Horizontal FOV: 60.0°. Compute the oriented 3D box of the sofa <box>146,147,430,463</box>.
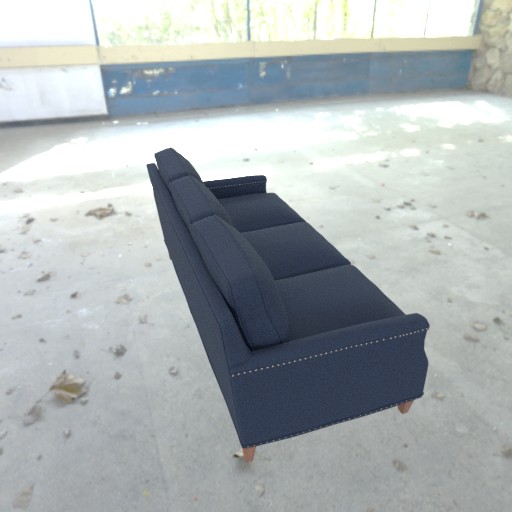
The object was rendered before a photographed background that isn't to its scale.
[{"bbox_3d":[0.000,0.000,2.893,1.084,1.003,2.246,-10,31,-17],"label":"sofa"}]
